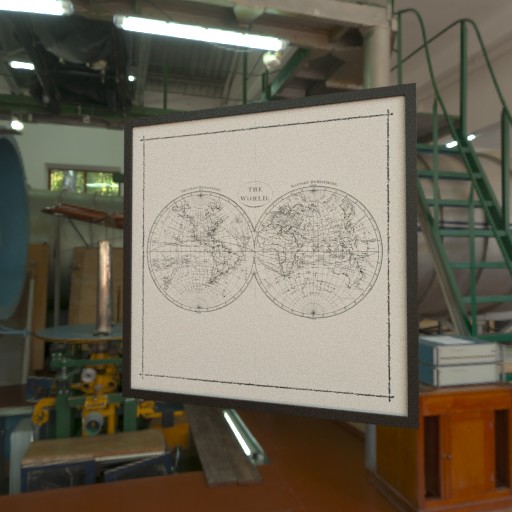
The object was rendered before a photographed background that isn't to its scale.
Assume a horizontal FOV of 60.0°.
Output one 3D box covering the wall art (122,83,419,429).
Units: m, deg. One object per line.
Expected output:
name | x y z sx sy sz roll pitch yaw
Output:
wall art | 0.000 0.000 1.128 0.773 0.775 0.031 0 -2 19
